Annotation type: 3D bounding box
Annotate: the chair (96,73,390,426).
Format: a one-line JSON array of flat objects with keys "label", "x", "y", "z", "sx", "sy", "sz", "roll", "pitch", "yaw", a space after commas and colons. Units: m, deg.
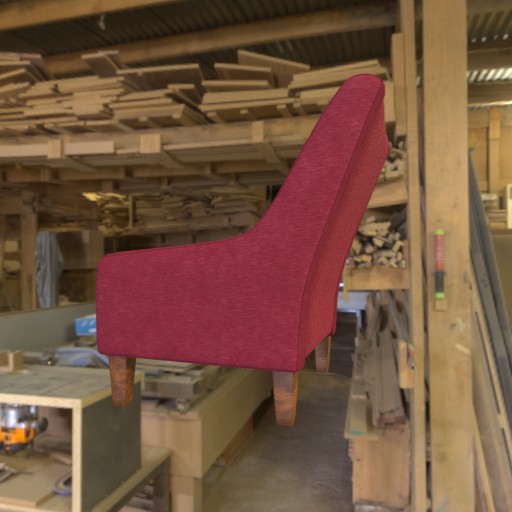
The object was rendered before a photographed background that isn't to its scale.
[{"label": "chair", "x": 0.000, "y": 0.000, "z": 1.717, "sx": 0.985, "sy": 1.017, "sz": 0.793, "roll": 0, "pitch": -1, "yaw": 18}]
